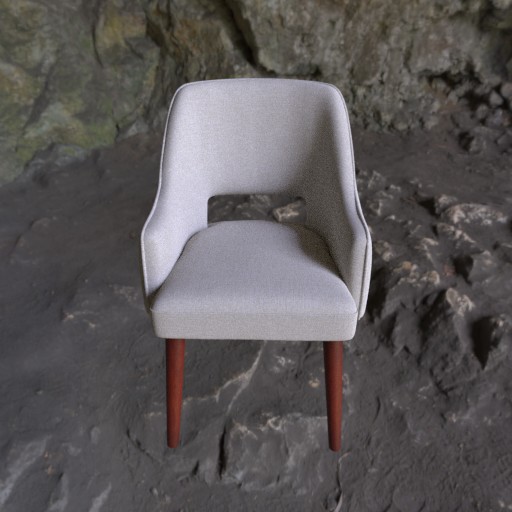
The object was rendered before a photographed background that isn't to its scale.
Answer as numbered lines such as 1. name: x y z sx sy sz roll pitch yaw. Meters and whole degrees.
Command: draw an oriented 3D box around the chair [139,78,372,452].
1. chair: 0.000 0.000 1.207 0.560 0.840 0.580 1 29 1
